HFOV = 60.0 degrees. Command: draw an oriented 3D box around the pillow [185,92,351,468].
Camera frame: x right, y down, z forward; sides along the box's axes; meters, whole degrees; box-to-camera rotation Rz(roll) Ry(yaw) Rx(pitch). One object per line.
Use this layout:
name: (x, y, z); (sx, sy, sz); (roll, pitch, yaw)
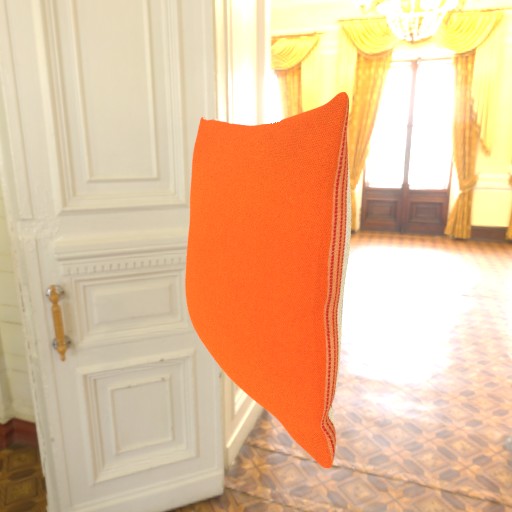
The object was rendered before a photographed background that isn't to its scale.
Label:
pillow: (0.000, 0.000, 0.682); (0.182, 0.441, 0.440); (-7, 16, -26)
